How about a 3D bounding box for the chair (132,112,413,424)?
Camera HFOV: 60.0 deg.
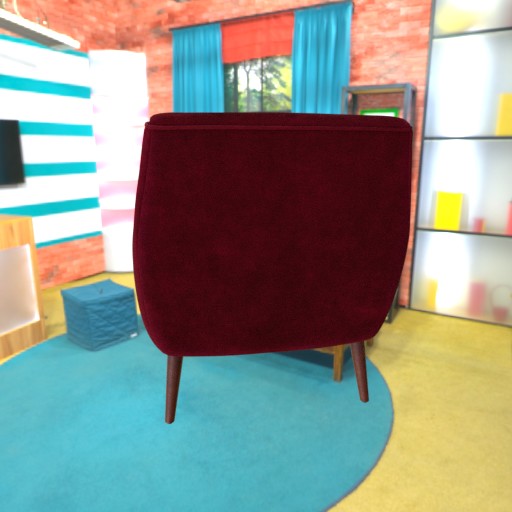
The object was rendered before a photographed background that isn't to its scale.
[{"bbox_3d":[0.000,0.000,1.437,0.762,0.838,0.787,-3,14,-10],"label":"chair"}]
